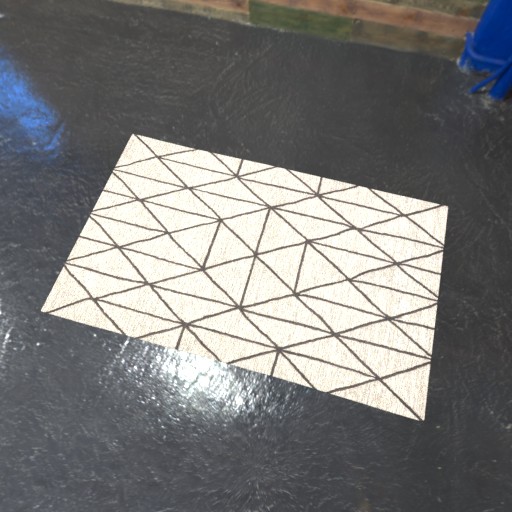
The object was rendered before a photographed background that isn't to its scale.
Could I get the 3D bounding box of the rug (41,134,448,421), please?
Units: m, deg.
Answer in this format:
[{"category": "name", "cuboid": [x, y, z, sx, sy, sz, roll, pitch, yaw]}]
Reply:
[{"category": "rug", "cuboid": [0.000, 0.000, 3.042, 2.465, 0.008, 1.526, 14, 65, 7]}]
